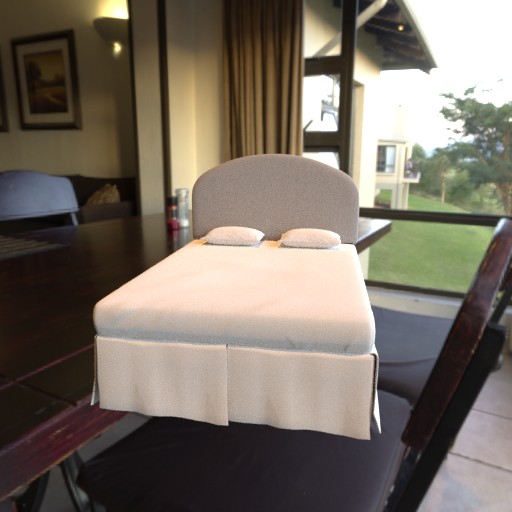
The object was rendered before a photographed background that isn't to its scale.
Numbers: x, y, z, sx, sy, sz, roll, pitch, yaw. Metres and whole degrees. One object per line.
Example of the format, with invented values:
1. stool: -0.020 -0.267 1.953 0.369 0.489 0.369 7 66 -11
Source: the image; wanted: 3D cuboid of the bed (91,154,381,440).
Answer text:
1. bed: 0.000 0.000 3.153 1.607 1.410 2.005 2 13 9
